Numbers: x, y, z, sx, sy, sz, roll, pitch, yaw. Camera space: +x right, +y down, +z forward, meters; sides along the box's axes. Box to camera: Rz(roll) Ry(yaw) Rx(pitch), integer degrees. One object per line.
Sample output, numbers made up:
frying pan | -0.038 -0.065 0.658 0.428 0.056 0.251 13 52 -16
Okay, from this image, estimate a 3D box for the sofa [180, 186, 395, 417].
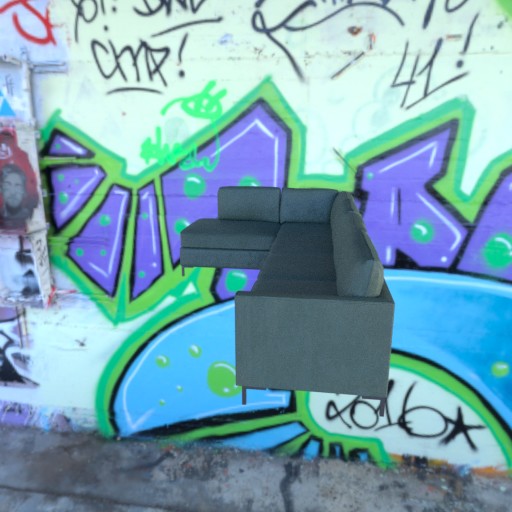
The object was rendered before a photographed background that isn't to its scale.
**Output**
sofa | 0.000 0.000 4.257 2.048 0.996 3.384 2 15 8
